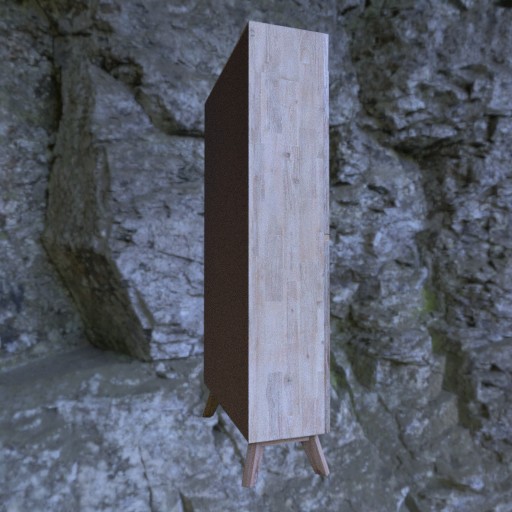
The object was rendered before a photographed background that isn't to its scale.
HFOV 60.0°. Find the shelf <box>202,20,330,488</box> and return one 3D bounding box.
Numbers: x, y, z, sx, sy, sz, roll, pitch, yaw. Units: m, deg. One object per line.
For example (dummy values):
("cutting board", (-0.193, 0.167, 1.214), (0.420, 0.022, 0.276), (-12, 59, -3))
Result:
("shelf", (0.000, 0.000, 1.781), (0.308, 1.471, 0.748), (0, -1, -17))
